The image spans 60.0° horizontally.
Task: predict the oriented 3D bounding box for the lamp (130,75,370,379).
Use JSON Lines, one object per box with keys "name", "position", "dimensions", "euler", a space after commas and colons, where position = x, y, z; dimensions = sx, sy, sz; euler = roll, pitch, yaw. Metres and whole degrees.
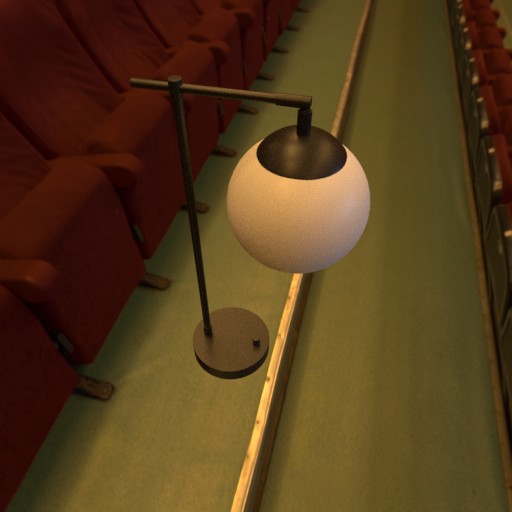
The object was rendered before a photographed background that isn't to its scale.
{"name": "lamp", "position": [0.000, 0.000, 0.714], "dimensions": [0.316, 0.559, 0.197], "euler": [10, 46, 10]}
